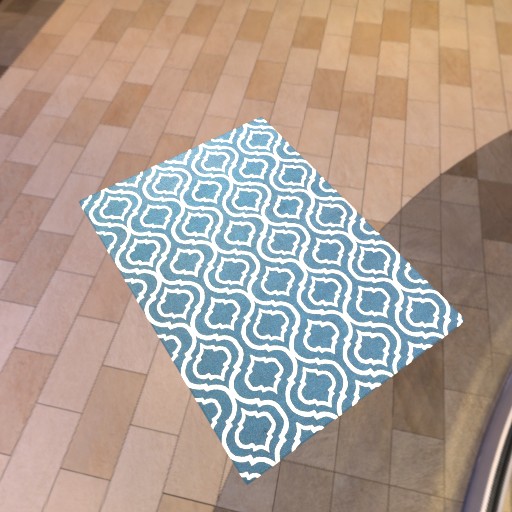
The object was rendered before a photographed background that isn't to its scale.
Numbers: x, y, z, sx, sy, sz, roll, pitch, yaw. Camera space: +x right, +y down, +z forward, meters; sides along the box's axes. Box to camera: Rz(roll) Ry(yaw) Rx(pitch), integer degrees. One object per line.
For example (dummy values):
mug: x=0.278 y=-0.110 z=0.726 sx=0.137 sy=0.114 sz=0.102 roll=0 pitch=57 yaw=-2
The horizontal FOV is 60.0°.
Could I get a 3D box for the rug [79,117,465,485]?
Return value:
rug: x=0.000 y=0.000 z=4.486 sx=2.438 sy=0.010 sz=3.353 roll=-30 pitch=63 yaw=-17
